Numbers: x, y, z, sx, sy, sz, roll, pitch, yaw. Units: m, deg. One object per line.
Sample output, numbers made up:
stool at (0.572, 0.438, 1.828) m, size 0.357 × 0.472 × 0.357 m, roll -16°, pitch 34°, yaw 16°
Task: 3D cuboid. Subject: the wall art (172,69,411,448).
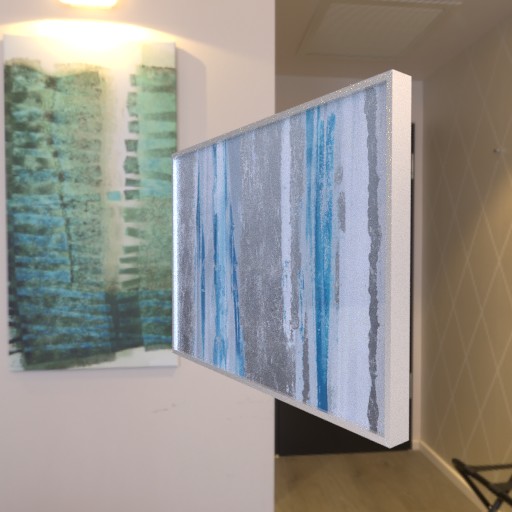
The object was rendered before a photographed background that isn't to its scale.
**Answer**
wall art at (0.000, 0.000, 1.382) m, size 0.066 × 0.801 × 1.056 m, roll -1°, pitch 2°, yaw -36°
